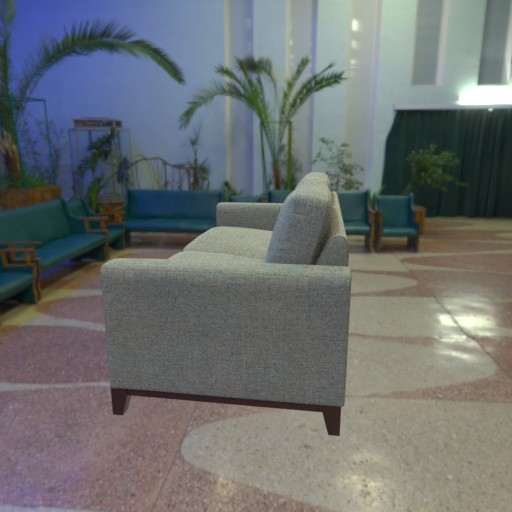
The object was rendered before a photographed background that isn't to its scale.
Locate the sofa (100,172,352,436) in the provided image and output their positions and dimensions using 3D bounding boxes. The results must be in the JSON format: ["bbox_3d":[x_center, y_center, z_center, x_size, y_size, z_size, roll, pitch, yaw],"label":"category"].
[{"bbox_3d":[0.000,0.000,2.563,0.969,0.892,1.978,2,14,9],"label":"sofa"}]
